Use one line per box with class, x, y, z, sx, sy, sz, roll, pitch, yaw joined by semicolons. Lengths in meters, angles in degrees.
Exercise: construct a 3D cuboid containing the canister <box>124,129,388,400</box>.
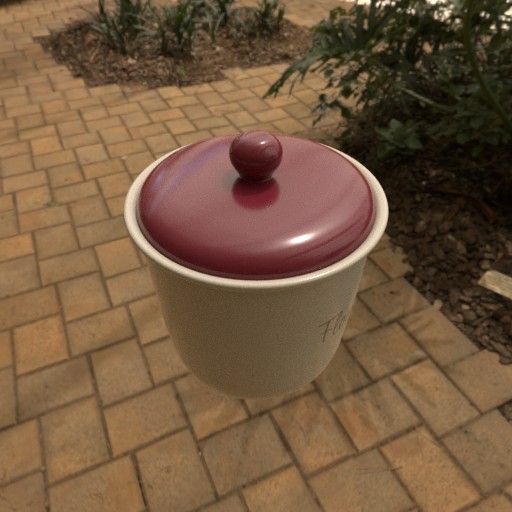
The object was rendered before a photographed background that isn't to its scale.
canister;0.000;0.000;0.350;0.182;0.208;0.182;0;42;0
